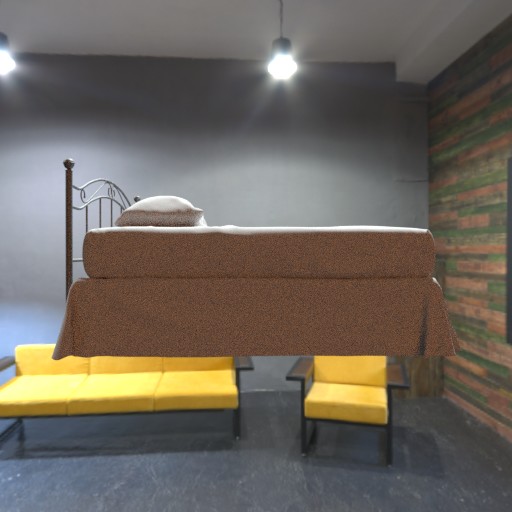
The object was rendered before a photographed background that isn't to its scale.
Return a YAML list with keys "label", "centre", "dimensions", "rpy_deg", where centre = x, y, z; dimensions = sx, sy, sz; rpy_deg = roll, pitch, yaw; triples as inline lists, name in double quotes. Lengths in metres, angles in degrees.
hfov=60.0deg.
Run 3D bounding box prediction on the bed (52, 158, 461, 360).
- label: "bed"
  centre: [0.000, 0.000, 3.267]
  dimensions: [2.215, 1.080, 1.936]
  rpy_deg: [0, 0, -2]
